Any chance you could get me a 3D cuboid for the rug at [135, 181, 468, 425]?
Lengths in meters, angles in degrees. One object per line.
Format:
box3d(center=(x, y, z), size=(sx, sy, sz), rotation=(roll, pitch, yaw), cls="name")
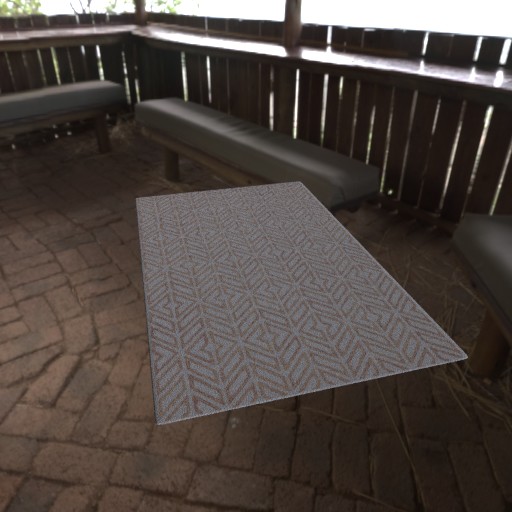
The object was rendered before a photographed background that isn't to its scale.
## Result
box3d(center=(0.000, 0.000, 3.026), size=(1.523, 0.008, 2.438), rotation=(-8, 32, -13), cls="rug")
